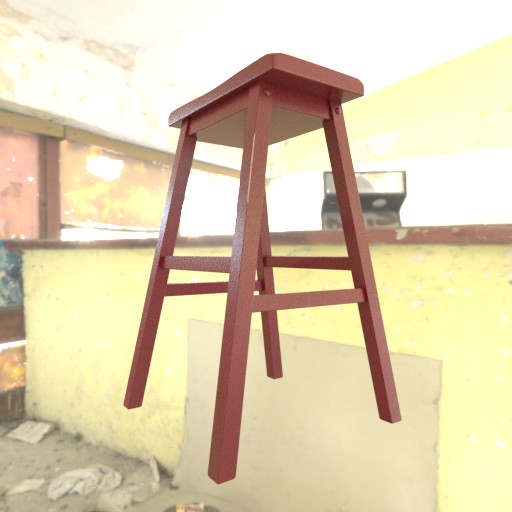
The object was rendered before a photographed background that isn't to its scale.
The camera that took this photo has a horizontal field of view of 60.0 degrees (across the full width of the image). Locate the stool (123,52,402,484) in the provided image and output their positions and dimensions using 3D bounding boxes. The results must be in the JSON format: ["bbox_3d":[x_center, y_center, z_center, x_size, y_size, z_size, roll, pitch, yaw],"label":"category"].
[{"bbox_3d":[0.000,0.000,1.038,0.476,0.737,0.457,0,0,-35],"label":"stool"}]
